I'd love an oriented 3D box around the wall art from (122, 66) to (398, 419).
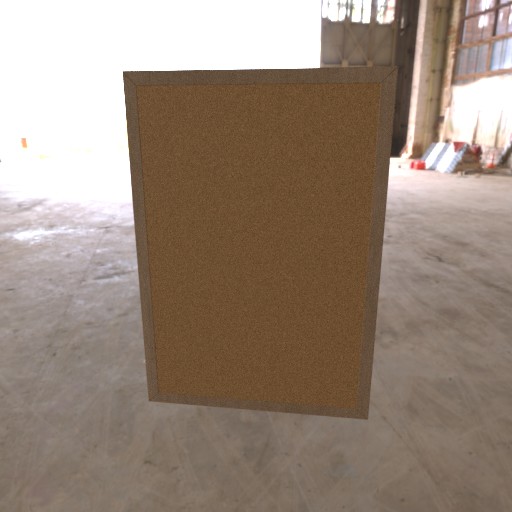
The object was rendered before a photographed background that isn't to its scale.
[{"bbox_3d":[0.000,0.000,0.653,0.356,0.509,0.031,2,17,7],"label":"wall art"}]
